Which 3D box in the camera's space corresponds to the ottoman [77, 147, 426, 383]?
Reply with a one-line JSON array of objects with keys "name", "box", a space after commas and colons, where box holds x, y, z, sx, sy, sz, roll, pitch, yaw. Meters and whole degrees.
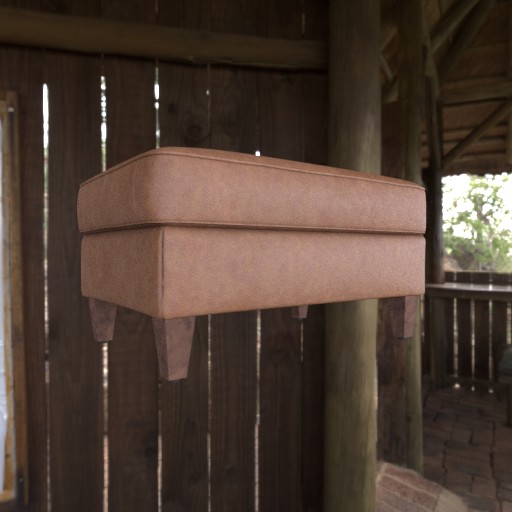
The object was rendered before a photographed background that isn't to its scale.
[{"name": "ottoman", "box": [0.000, 0.000, 1.255, 0.864, 0.483, 0.584, 0, 1, -36]}]
